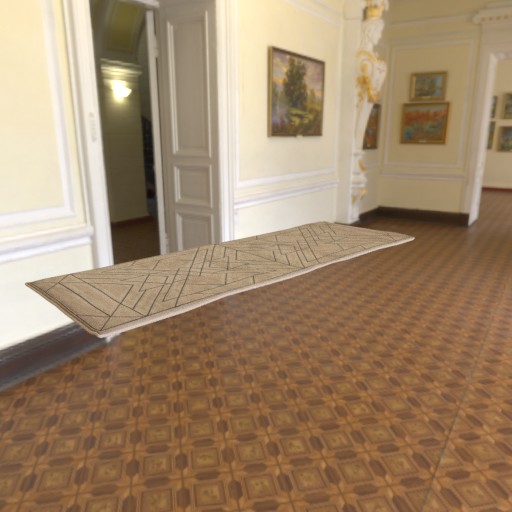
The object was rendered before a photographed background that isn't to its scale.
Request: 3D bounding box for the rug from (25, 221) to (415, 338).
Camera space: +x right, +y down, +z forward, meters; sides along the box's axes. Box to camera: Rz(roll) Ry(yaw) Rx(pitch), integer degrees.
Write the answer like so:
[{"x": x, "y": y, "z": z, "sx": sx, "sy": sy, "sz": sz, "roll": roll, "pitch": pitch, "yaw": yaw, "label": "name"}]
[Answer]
[{"x": 0.000, "y": 0.000, "z": 2.694, "sx": 2.381, "sy": 0.036, "sz": 0.831, "roll": -14, "pitch": 20, "yaw": -42, "label": "rug"}]
